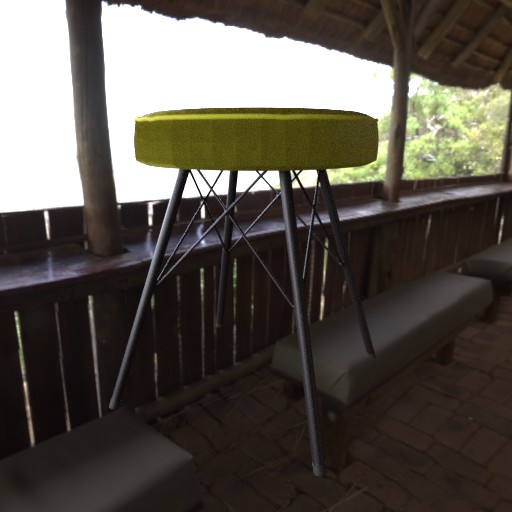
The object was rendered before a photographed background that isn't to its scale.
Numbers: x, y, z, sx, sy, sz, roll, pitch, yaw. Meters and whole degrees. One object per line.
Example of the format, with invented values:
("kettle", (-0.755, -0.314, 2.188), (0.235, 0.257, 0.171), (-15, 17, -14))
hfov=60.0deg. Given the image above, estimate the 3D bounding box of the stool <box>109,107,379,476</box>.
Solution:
("stool", (0.000, 0.000, 0.818), (0.409, 0.508, 0.409), (7, 17, 24))
